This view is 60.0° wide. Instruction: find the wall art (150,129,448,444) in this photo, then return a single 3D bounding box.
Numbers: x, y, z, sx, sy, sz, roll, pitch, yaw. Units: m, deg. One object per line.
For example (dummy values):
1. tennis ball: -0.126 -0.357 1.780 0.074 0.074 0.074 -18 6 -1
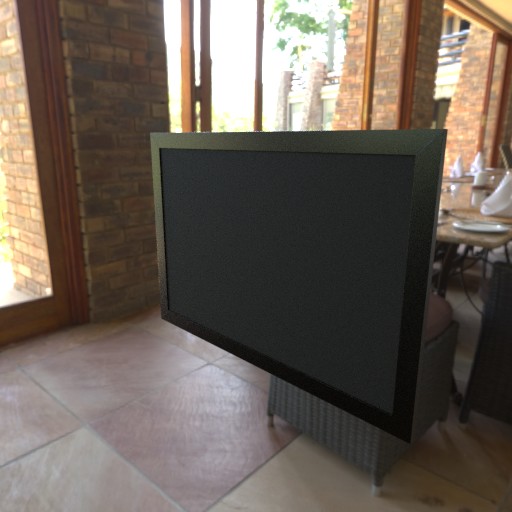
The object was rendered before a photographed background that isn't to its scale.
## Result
1. wall art: 0.000 0.000 0.826 0.013 0.447 0.660 -14 21 -43
